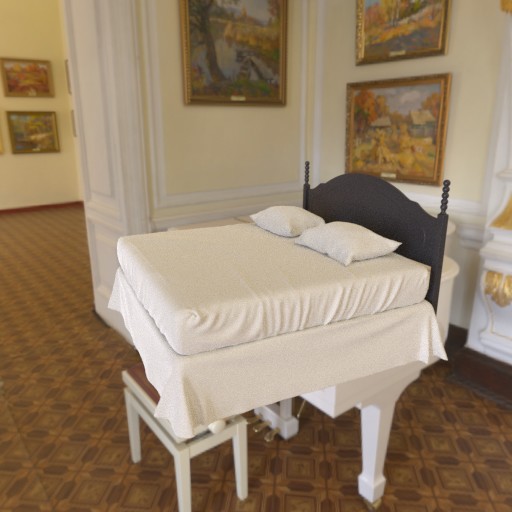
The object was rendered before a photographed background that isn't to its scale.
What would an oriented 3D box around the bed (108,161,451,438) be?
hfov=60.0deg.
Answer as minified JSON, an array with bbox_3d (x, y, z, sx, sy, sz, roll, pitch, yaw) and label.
[{"bbox_3d":[0.000,0.000,3.709,2.219,1.355,2.322,-8,18,-25],"label":"bed"}]
